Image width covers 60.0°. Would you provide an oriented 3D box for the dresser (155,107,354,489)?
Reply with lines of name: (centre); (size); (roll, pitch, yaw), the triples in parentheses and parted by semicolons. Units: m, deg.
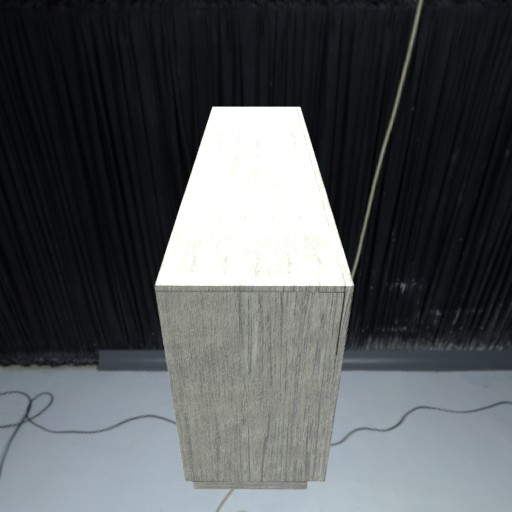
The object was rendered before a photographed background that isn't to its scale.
dresser: (0.000, 0.000, 1.990); (0.483, 0.889, 1.628); (0, 33, 0)
